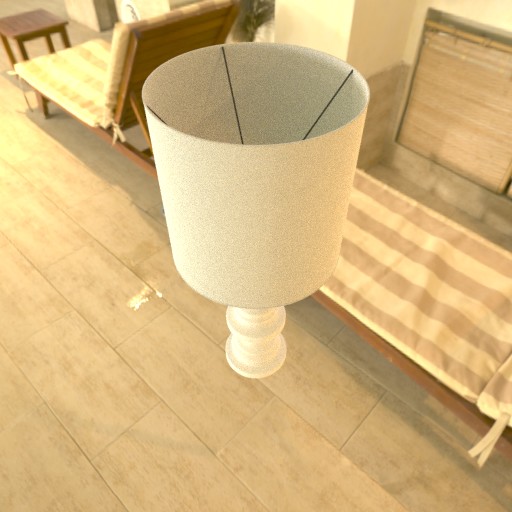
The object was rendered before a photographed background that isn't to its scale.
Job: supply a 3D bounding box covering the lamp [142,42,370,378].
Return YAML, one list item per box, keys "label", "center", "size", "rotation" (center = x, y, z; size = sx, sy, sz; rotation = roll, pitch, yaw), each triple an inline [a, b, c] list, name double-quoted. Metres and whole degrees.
- label: "lamp"
  center: [0.000, 0.000, 0.574]
  size: [0.208, 0.455, 0.208]
  rotation: [-32, 54, -27]
